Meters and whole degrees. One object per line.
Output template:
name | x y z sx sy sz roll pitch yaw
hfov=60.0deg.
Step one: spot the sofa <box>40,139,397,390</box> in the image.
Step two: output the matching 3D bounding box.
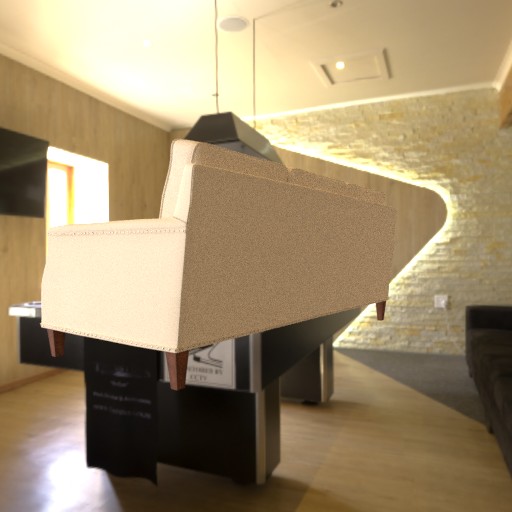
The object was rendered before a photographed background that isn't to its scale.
sofa | 0.000 0.000 2.808 1.084 1.003 2.246 1 1 37
